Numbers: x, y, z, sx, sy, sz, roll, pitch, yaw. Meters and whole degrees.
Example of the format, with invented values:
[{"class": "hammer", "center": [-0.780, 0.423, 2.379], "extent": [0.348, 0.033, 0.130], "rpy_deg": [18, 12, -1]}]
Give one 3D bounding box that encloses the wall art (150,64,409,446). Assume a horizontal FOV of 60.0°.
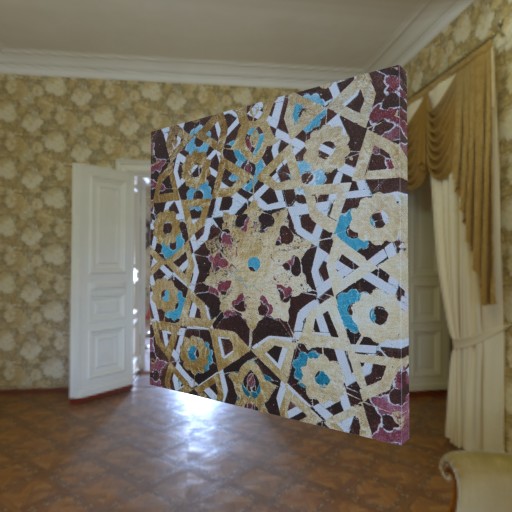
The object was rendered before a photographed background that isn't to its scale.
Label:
[{"class": "wall art", "center": [0.000, 0.000, 0.910], "extent": [0.609, 0.613, 0.041], "rpy_deg": [-1, -2, 37]}]
